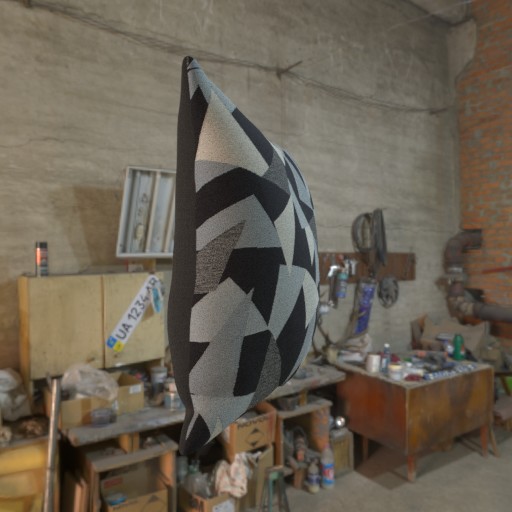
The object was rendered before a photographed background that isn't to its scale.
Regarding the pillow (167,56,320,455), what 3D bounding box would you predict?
[{"bbox_3d":[0.000,0.000,0.771,0.208,0.496,0.503,0,-1,19],"label":"pillow"}]
